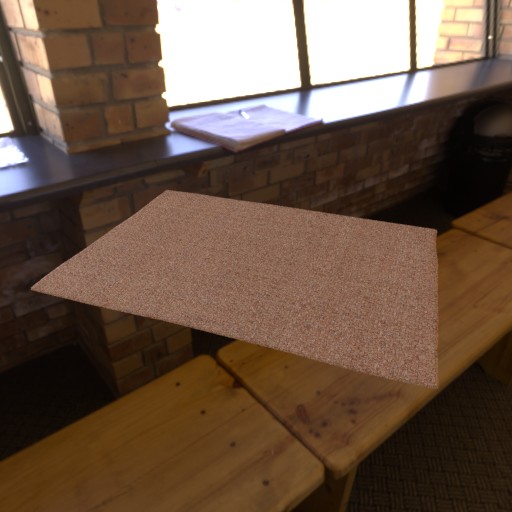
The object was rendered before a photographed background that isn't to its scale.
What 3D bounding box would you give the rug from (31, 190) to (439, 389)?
[{"bbox_3d":[0.000,0.000,2.763,2.141,0.013,1.566,10,32,17],"label":"rug"}]
